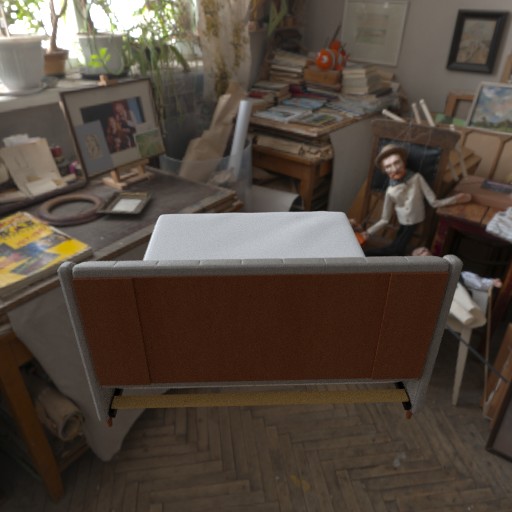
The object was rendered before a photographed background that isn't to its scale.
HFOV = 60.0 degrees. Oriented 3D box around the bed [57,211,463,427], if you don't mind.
[{"bbox_3d":[0.000,0.000,3.536,2.062,1.289,2.342,-1,31,-2],"label":"bed"}]
